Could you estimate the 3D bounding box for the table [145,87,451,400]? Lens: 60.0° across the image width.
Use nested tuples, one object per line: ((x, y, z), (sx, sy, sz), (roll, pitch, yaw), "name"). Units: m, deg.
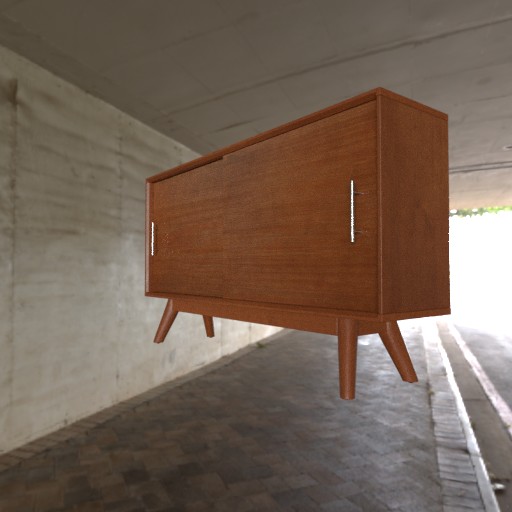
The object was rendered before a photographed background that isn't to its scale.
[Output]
((0.000, 0.000, 1.509), (0.308, 0.698, 1.220), (1, -2, -38), "table")
